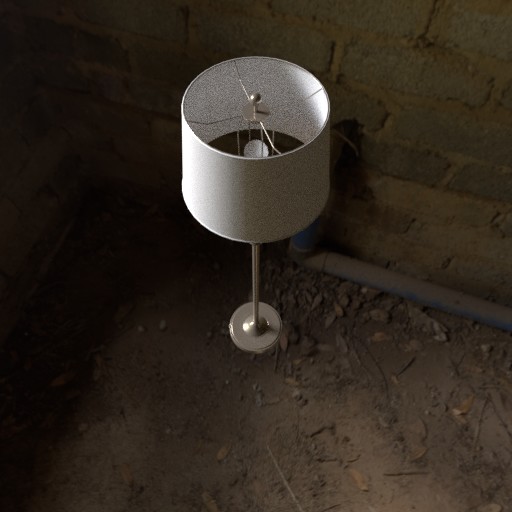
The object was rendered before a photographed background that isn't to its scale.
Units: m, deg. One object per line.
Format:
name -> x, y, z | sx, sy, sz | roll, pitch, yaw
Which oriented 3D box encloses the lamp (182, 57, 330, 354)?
lamp -> 0.000, 0.000, 1.674 | 0.431, 1.488, 0.431 | 0, 60, 0
